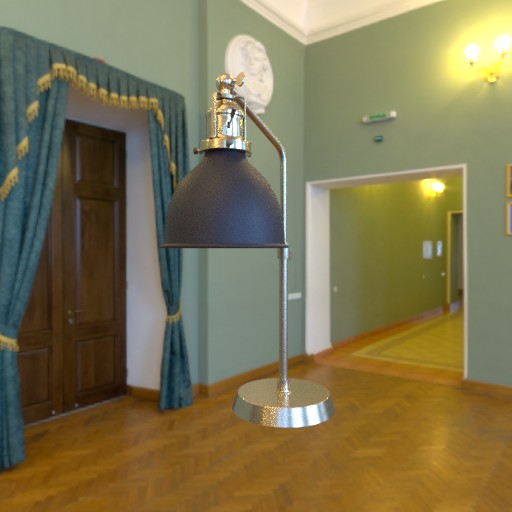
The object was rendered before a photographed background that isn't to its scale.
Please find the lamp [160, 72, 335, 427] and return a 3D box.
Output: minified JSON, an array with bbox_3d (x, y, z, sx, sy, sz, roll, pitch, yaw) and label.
[{"bbox_3d":[0.000,0.000,0.609,0.160,0.456,0.291,1,1,36],"label":"lamp"}]
